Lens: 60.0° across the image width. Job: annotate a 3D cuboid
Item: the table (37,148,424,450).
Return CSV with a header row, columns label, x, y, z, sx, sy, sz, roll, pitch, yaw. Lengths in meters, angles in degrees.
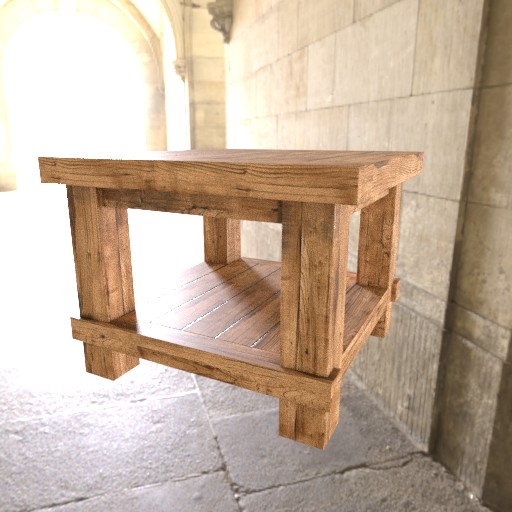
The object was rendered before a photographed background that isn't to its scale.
label,x,y,z,sx,sy,sz,roll,pitch,yaw
table,0.000,0.000,1.016,0.610,0.457,0.610,8,17,26
